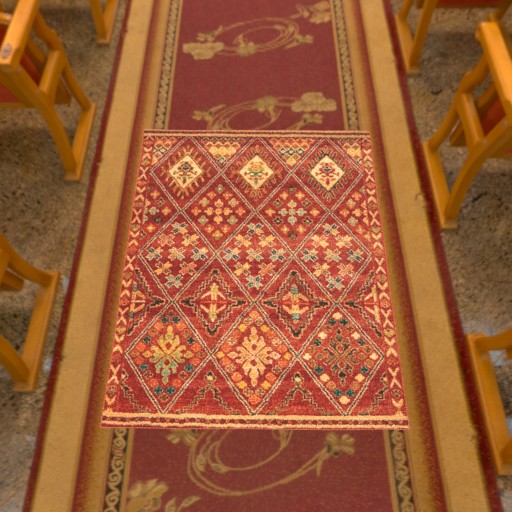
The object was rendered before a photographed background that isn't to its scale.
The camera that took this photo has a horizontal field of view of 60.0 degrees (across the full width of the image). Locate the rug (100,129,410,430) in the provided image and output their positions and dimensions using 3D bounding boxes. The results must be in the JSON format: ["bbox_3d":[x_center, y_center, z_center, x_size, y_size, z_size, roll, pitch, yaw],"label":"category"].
[{"bbox_3d":[0.000,0.000,4.217,2.489,0.030,3.086,0,64,0],"label":"rug"}]
